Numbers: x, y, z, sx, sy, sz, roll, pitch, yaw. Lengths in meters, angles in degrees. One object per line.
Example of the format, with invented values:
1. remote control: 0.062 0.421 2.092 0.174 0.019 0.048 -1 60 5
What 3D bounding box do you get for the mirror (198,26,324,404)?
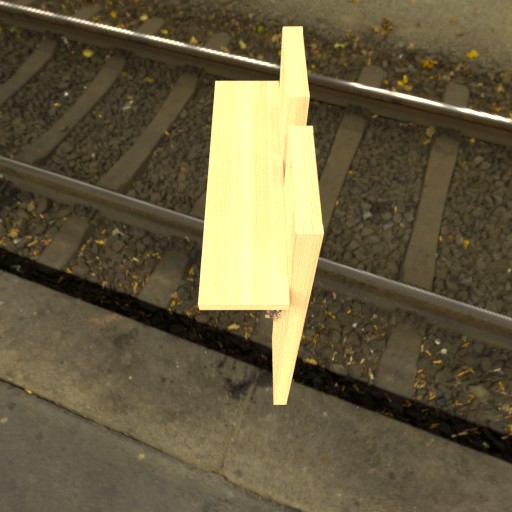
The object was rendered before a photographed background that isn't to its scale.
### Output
1. mirror: 0.000 0.000 1.562 0.260 1.250 0.800 0 57 0
